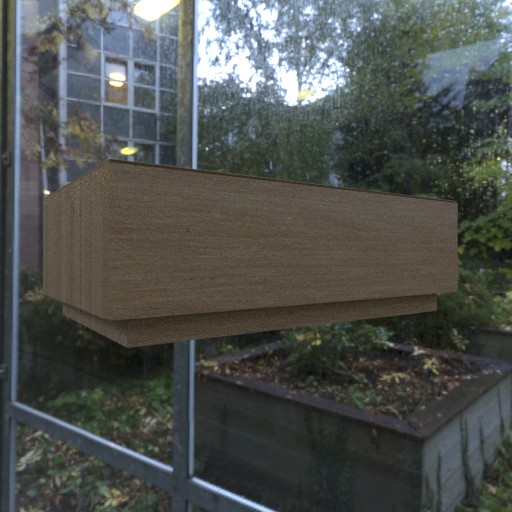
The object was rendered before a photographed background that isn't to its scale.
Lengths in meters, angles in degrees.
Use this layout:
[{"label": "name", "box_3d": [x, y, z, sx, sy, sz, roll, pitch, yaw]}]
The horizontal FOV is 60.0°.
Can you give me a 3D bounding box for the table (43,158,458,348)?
[{"label": "table", "box_3d": [0.000, 0.000, 1.390, 1.110, 0.353, 0.678, 0, 0, -35]}]
